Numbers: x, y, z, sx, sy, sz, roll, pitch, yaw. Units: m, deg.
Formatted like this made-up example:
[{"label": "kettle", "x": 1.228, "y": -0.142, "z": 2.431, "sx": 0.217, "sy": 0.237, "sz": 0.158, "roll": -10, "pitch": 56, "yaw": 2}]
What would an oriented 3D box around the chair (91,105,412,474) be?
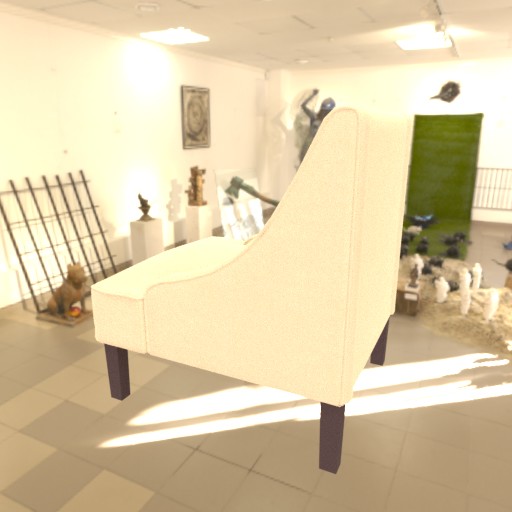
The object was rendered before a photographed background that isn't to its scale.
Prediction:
[{"label": "chair", "x": 0.000, "y": 0.000, "z": 1.431, "sx": 0.806, "sy": 0.886, "sz": 0.689, "roll": 8, "pitch": 18, "yaw": 25}]
